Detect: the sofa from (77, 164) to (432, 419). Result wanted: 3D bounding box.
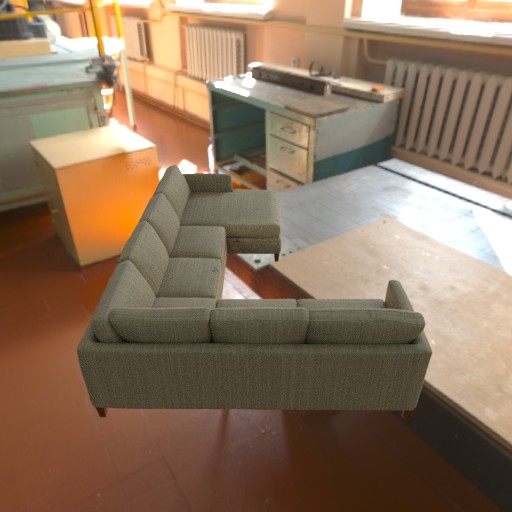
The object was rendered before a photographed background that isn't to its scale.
[{"bbox_3d":[0.000,0.000,4.740,2.594,0.961,3.460,0,32,0],"label":"sofa"}]
